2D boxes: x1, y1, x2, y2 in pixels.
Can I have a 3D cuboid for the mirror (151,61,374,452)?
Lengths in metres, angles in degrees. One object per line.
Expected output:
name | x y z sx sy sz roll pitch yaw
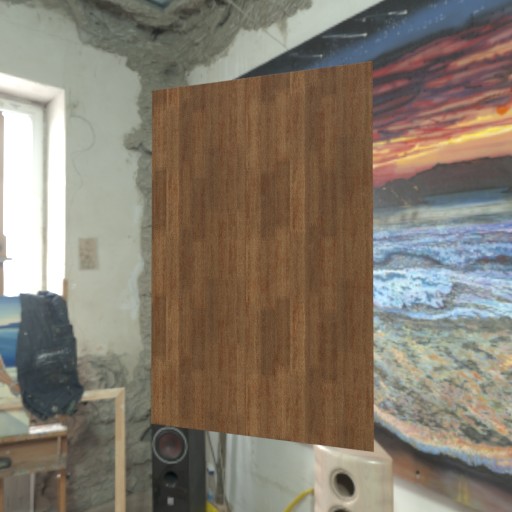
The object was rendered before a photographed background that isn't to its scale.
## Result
mirror | 0.000 0.000 1.267 0.651 1.010 0.047 0 -1 18
